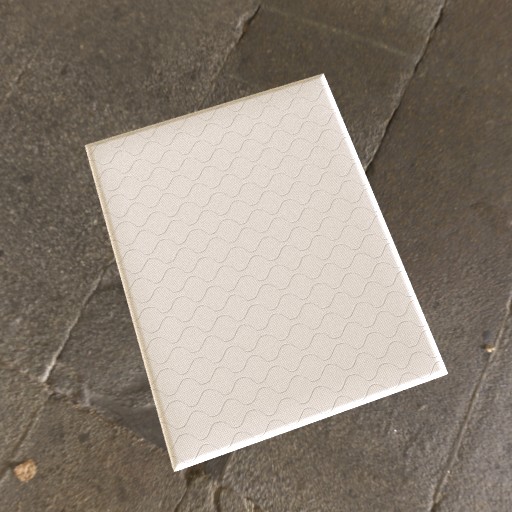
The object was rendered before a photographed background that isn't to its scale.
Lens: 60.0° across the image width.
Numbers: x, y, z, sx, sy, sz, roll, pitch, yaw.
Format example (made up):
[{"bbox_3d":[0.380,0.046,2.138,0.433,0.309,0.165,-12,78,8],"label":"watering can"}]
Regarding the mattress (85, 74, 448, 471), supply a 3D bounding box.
[{"bbox_3d":[0.000,0.000,2.703,1.600,0.200,2.000,-18,78,-4],"label":"mattress"}]
